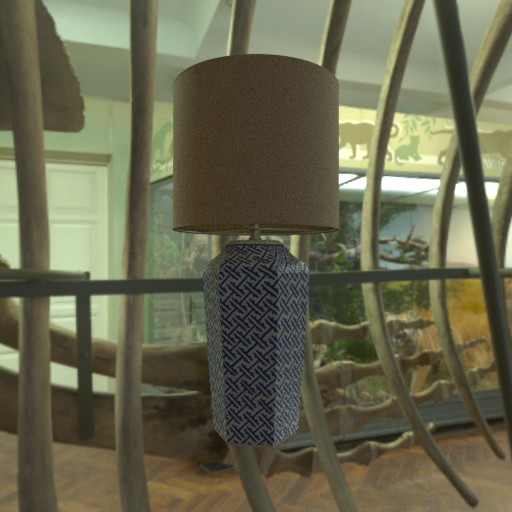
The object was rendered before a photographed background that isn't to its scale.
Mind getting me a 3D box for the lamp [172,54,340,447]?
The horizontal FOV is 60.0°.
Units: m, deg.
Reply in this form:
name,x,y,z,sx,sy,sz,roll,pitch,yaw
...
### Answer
name,x,y,z,sx,sy,sz,roll,pitch,yaw
lamp,0.000,0.000,0.862,0.320,0.682,0.320,0,-1,-19
